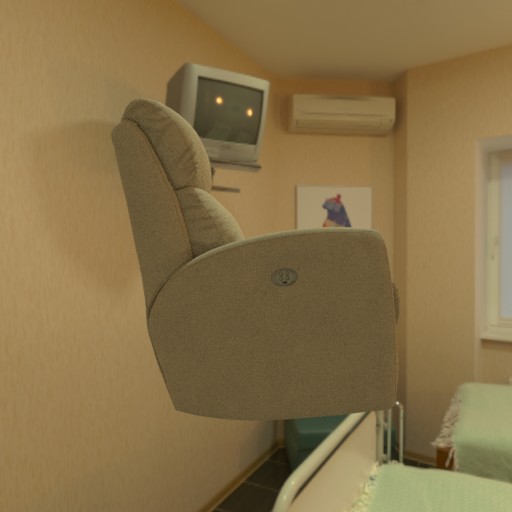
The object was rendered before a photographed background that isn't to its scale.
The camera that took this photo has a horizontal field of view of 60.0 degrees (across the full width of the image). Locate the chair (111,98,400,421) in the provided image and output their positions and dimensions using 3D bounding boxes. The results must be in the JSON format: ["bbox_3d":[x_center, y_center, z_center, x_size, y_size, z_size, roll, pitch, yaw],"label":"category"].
[{"bbox_3d":[0.000,0.000,1.701,0.940,1.021,0.794,0,1,-1],"label":"chair"}]
